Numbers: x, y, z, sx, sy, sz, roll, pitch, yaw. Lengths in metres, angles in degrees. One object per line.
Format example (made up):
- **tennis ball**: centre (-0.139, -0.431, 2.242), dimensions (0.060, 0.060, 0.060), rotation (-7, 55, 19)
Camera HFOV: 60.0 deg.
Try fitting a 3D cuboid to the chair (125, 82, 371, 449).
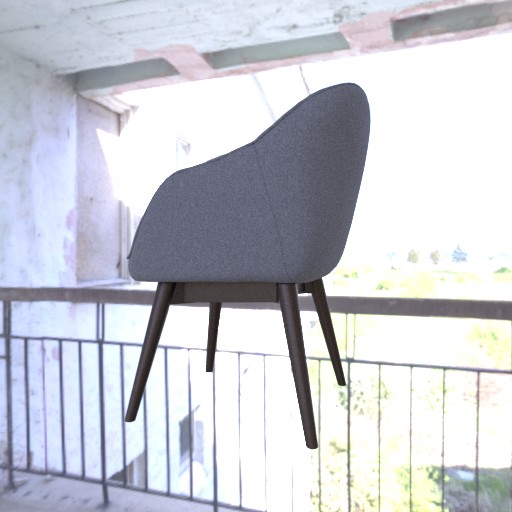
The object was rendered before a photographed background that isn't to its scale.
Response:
- **chair**: centre (0.000, 0.000, 1.229), dimensions (0.611, 0.810, 0.589), rotation (0, 1, 19)
